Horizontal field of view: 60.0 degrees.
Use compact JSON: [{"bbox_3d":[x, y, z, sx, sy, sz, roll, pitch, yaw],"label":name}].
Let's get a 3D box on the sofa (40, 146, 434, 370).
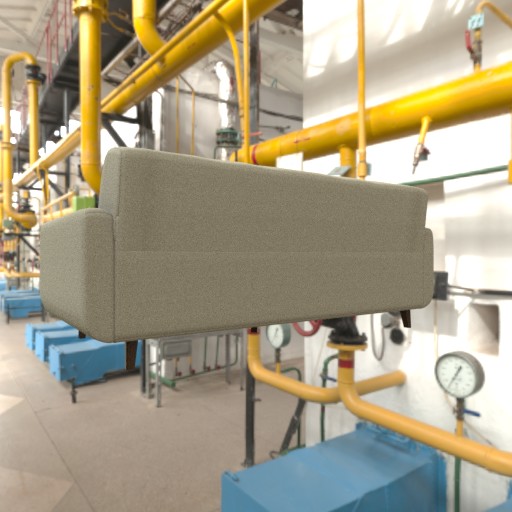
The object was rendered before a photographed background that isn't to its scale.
[{"bbox_3d":[0.000,0.000,2.564,2.137,0.892,0.980,0,0,-35],"label":"sofa"}]
